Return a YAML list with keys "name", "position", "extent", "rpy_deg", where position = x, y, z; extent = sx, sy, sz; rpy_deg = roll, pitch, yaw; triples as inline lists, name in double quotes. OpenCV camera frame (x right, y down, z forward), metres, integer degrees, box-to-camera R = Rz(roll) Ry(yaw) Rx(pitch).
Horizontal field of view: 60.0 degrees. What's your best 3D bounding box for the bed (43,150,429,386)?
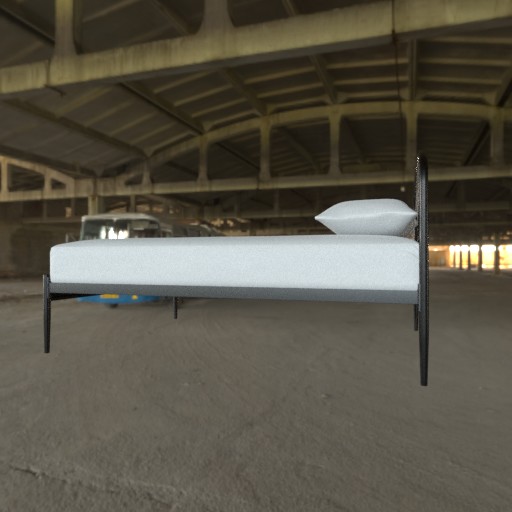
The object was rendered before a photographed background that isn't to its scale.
- name: "bed"
  position: [0.000, 0.000, 3.068]
  extent: [2.159, 1.166, 1.618]
  rpy_deg: [0, 0, 19]
